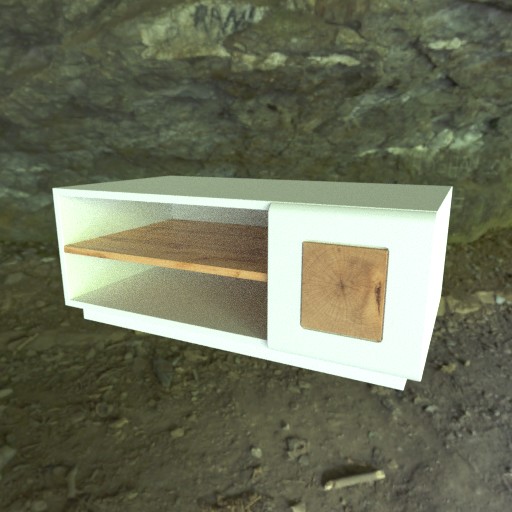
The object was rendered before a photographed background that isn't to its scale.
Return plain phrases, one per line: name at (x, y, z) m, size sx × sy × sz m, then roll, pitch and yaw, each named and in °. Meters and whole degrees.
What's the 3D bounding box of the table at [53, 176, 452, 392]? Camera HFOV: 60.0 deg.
table at (0.000, 0.000, 1.433) m, size 1.097 × 0.442 × 0.639 m, roll 7°, pitch 16°, yaw 25°
